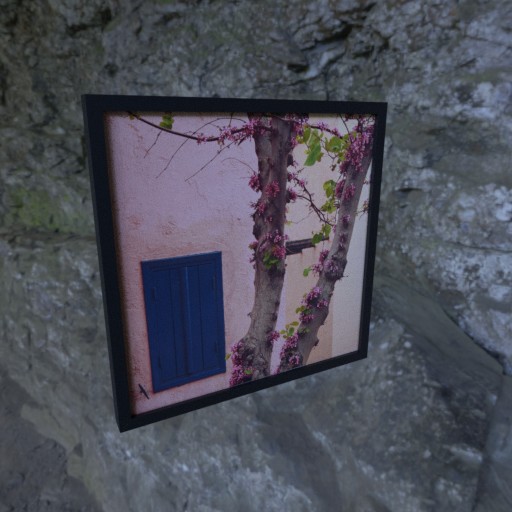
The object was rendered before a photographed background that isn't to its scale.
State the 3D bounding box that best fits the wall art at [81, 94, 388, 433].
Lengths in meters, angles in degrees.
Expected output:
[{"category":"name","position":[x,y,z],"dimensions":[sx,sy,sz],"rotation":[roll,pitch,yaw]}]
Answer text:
[{"category":"wall art","position":[0.000,0.000,0.761],"dimensions":[0.508,0.508,0.038],"rotation":[-9,19,-26]}]
